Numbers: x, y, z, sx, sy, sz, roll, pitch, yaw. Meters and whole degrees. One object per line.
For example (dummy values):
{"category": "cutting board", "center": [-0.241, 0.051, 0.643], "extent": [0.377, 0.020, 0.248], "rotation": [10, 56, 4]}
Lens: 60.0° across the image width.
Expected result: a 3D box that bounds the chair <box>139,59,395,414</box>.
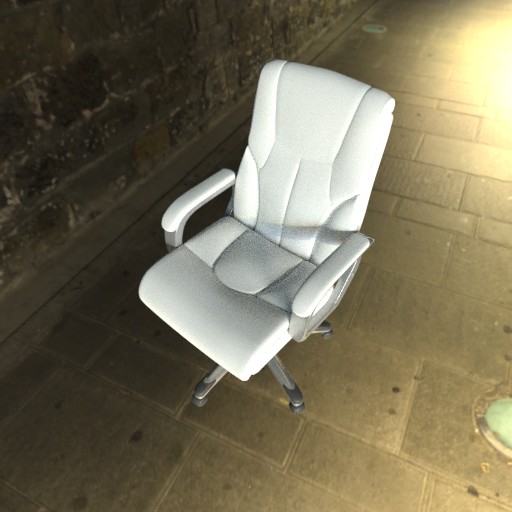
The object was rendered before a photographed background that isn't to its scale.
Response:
{"category": "chair", "center": [0.000, 0.000, 1.585], "extent": [0.687, 1.120, 0.738], "rotation": [31, 51, 29]}
